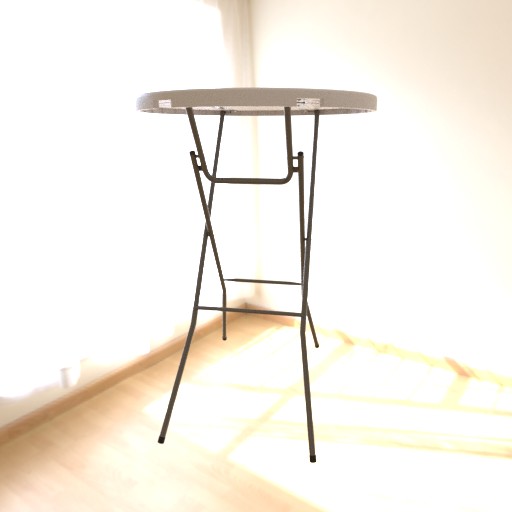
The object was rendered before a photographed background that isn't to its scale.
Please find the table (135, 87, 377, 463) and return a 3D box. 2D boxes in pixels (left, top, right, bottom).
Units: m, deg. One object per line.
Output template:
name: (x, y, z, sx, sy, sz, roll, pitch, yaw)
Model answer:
table: (0.000, 0.000, 1.644, 0.792, 1.105, 0.795, 3, 16, 10)
